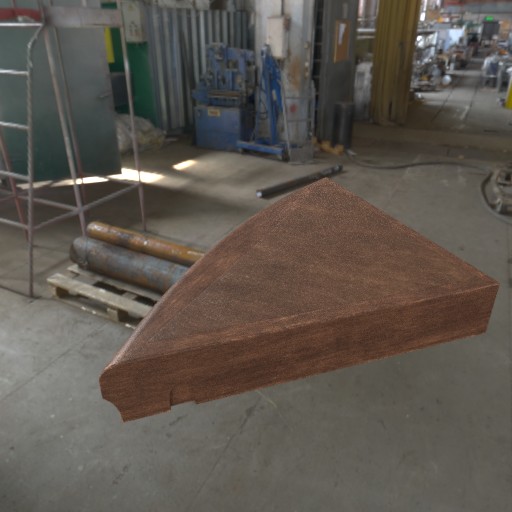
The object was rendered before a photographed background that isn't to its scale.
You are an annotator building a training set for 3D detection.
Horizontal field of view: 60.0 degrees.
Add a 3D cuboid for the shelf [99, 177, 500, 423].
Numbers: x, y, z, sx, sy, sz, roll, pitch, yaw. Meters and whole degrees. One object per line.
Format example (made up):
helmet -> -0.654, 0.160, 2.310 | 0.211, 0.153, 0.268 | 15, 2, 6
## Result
shelf -> 0.000, 0.000, 0.452 | 0.310, 0.050, 0.310 | -9, 29, -17
